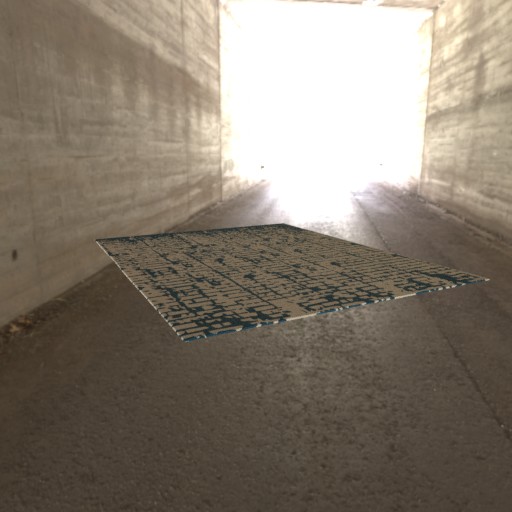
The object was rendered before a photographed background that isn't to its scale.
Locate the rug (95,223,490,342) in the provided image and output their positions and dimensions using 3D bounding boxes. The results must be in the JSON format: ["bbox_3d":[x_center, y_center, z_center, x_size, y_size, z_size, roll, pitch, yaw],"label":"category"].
[{"bbox_3d":[0.000,0.000,4.108,2.416,0.014,3.017,-7,15,-27],"label":"rug"}]
